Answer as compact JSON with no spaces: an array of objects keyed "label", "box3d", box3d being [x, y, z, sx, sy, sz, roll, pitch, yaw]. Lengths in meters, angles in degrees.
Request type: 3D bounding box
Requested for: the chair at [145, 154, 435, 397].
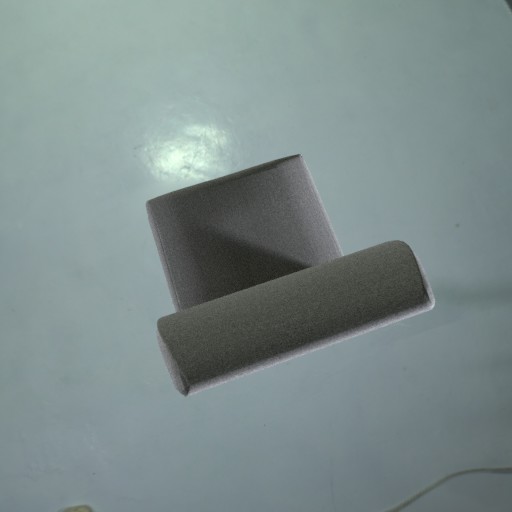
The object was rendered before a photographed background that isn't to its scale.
[{"label":"chair","box3d":[0.000,0.000,1.166,0.513,0.804,0.592,-19,74,-6]}]
